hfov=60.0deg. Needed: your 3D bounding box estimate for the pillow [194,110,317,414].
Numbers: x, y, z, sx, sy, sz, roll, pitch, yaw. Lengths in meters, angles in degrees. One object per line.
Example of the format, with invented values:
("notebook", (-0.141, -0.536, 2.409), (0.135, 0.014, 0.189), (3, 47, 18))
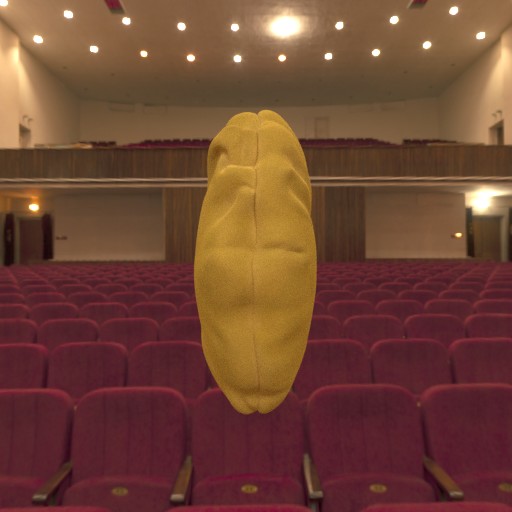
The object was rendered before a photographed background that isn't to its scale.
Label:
("pillow", (0.000, 0.000, 0.658), (0.148, 0.407, 0.428), (0, -1, 0))
